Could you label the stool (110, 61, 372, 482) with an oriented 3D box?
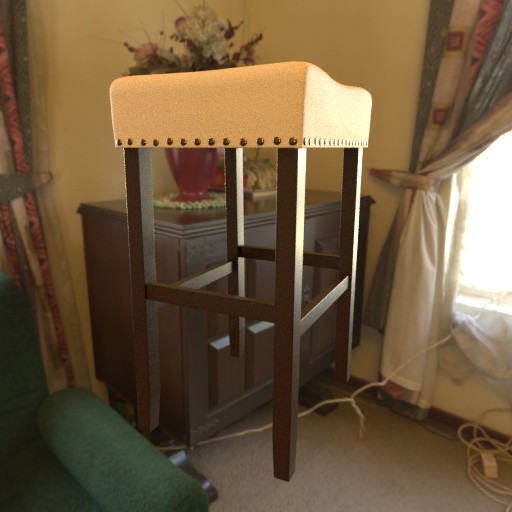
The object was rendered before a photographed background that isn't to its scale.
[{"bbox_3d":[0.000,0.000,1.040,0.401,0.762,0.471,7,15,26],"label":"stool"}]
